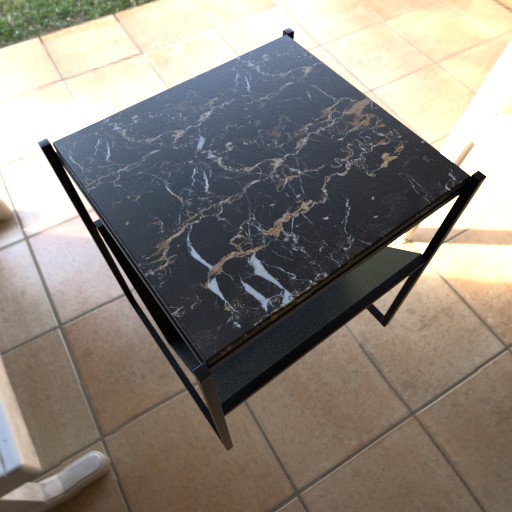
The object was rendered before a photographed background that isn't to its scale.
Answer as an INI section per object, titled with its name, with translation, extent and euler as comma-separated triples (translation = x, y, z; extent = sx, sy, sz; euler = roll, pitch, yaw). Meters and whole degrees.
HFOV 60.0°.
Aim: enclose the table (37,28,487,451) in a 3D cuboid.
[table]
translation = 0.000, 0.000, 0.852
extent = 0.469, 0.534, 0.432
euler = -33, 64, -18
